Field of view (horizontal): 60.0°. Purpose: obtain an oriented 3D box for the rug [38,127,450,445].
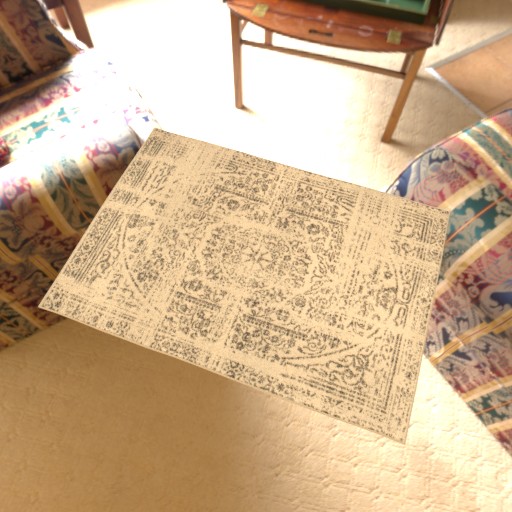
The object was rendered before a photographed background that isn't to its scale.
[{"bbox_3d":[0.000,0.000,3.085,2.438,0.026,1.706,18,63,9],"label":"rug"}]
